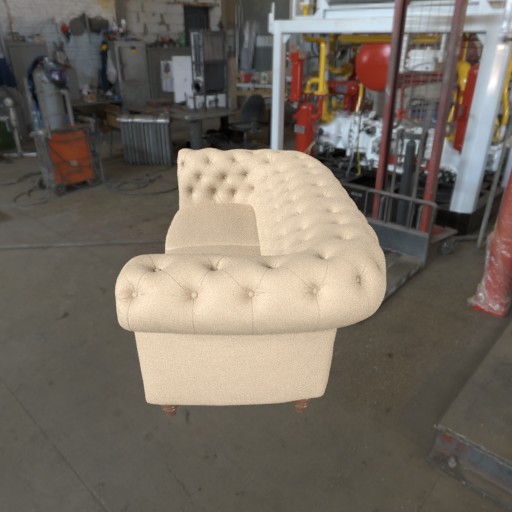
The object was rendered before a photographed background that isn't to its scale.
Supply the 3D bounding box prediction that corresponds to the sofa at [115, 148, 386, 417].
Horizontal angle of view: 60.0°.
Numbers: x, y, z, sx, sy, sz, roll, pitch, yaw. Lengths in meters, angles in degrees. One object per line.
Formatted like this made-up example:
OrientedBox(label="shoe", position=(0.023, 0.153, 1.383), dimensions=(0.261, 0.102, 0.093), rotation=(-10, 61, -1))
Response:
OrientedBox(label="sofa", position=(0.000, 0.000, 2.497), dimensions=(1.069, 0.835, 1.988), rotation=(-1, 26, -2))
